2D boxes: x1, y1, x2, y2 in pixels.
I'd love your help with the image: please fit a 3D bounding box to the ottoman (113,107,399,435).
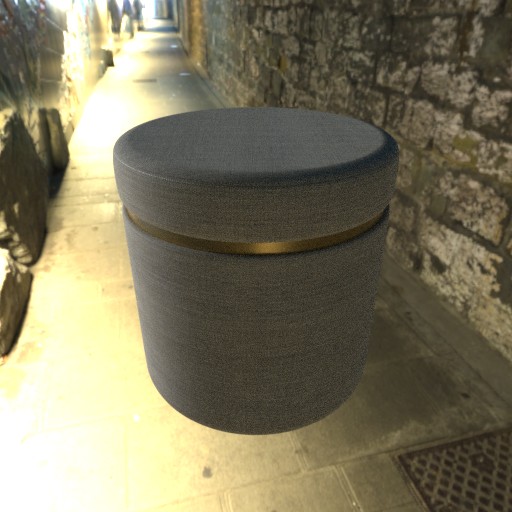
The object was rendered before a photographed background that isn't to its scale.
[{"bbox_3d":[0.000,0.000,0.729,0.400,0.406,0.400,0,29,0],"label":"ottoman"}]
